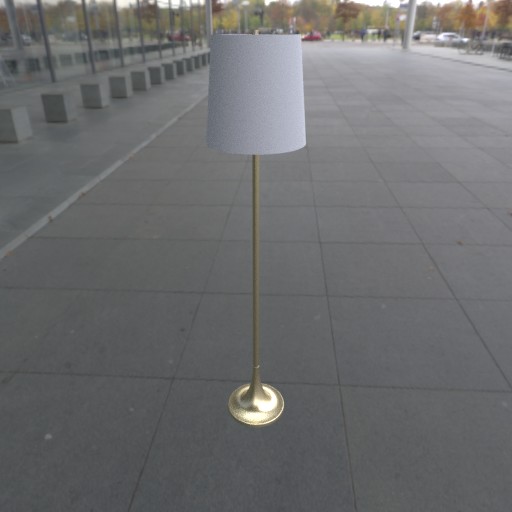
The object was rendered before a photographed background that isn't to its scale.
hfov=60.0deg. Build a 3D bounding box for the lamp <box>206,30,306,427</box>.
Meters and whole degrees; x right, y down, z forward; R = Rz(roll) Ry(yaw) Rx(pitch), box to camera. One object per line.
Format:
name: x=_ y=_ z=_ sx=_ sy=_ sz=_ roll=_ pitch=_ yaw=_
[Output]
lamp: x=0.000 y=0.000 z=1.699 sx=0.337 sy=1.543 sz=0.337 roll=0 pitch=27 yaw=0
